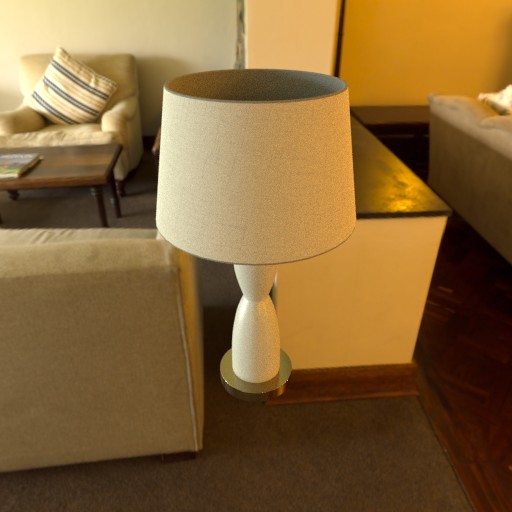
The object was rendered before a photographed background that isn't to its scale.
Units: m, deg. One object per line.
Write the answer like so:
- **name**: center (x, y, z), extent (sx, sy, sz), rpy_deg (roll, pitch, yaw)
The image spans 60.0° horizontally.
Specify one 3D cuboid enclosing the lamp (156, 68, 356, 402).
- **lamp**: center (0.000, 0.000, 0.737), extent (0.309, 0.545, 0.309), rpy_deg (0, 31, 0)
